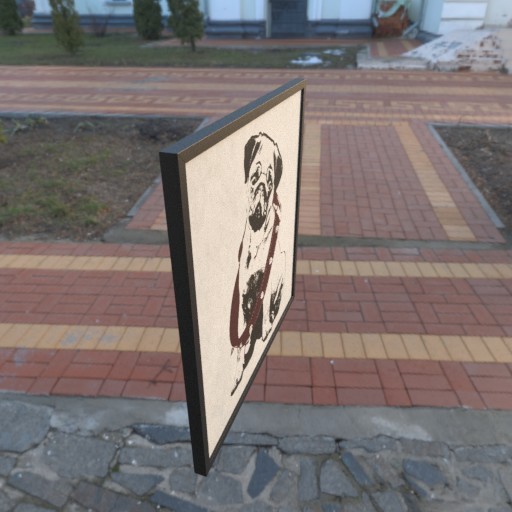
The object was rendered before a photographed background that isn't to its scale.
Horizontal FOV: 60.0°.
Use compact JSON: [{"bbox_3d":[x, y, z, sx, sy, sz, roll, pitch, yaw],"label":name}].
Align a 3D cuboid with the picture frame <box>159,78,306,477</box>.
[{"bbox_3d":[0.000,0.000,1.170,0.032,0.775,0.775,10,31,17],"label":"picture frame"}]
